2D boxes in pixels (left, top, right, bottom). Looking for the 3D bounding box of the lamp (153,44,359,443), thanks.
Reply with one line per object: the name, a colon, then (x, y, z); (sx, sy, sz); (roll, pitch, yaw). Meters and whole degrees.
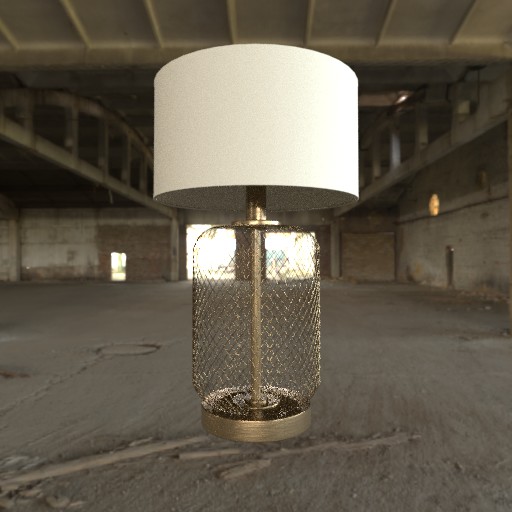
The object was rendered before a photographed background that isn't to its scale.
lamp: (0.000, 0.000, 0.780); (0.353, 0.578, 0.353); (0, 0, 0)
